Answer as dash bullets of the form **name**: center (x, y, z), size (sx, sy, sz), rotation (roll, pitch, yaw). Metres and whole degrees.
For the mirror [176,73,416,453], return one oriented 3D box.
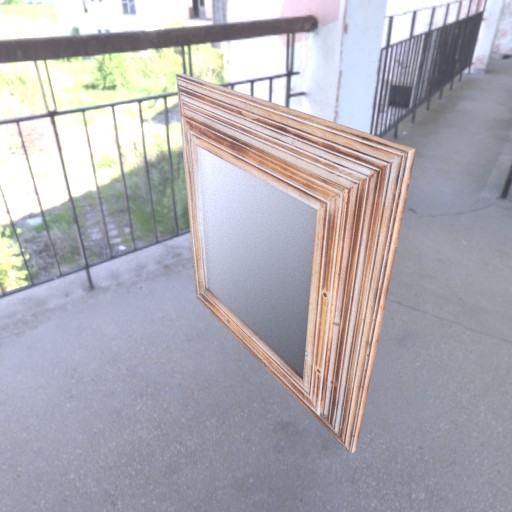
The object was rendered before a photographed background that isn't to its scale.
- **mirror**: center (0.000, 0.000, 1.196), size (0.061, 0.804, 0.804), rotation (-21, 38, -30)
